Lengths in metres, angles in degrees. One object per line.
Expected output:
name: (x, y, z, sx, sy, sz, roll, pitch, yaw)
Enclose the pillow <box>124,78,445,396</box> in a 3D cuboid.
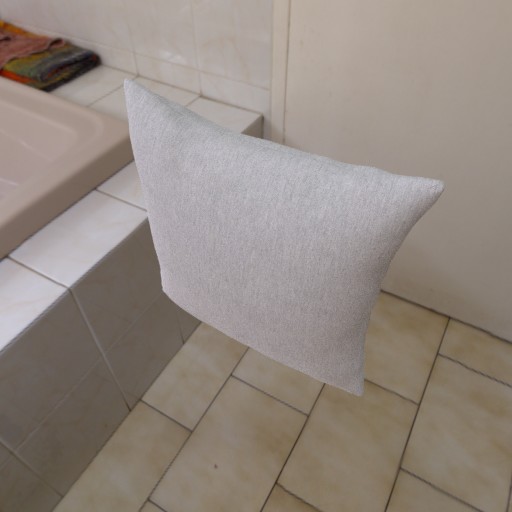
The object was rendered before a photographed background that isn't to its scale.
pillow: (0.000, 0.000, 0.671, 0.433, 0.436, 0.173, 25, 51, 21)
